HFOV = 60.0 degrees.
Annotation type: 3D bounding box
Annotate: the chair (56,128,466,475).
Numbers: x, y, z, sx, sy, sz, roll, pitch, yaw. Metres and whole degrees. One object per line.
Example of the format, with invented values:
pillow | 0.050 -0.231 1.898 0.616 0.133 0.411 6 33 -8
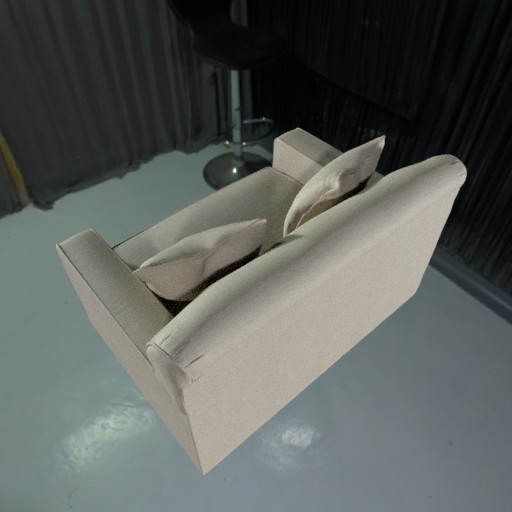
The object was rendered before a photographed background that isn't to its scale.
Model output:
chair | 0.000 0.000 1.974 1.383 0.948 1.000 -32 55 -27
